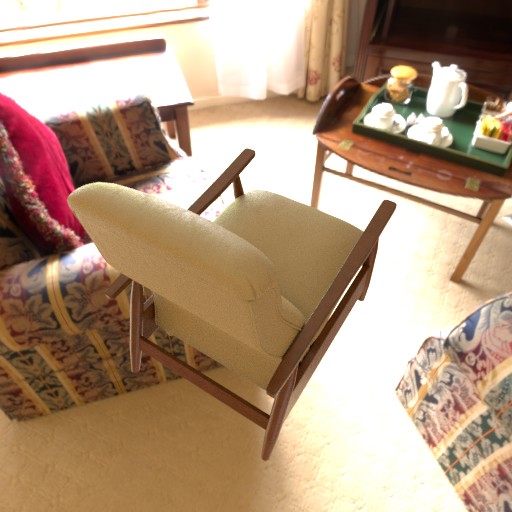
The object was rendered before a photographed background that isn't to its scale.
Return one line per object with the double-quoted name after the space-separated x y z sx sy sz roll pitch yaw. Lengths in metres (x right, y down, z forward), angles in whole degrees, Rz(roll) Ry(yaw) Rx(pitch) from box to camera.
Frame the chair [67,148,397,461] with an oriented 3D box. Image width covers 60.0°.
0.000 0.000 1.766 0.762 1.082 1.014 25 52 22 "chair"
